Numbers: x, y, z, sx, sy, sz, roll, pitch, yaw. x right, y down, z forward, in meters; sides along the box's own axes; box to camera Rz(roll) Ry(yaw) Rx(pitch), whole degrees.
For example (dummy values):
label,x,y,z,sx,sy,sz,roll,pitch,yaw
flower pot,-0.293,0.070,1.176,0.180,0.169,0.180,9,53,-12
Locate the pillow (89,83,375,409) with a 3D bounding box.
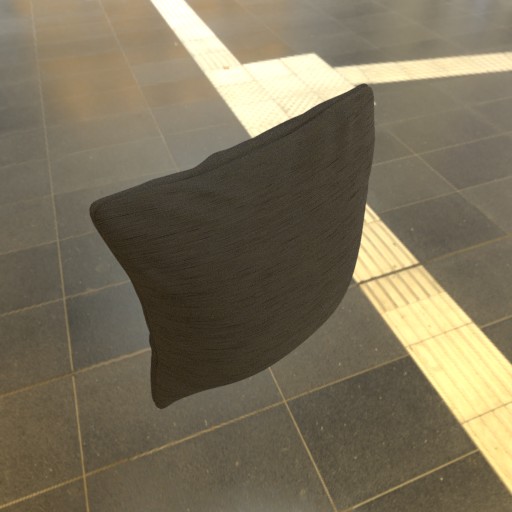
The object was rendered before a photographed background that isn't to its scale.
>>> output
label,x,y,z,sx,sy,sz,roll,pitch,yaw
pillow,0.000,0.000,0.671,0.432,0.414,0.246,-32,53,-27
